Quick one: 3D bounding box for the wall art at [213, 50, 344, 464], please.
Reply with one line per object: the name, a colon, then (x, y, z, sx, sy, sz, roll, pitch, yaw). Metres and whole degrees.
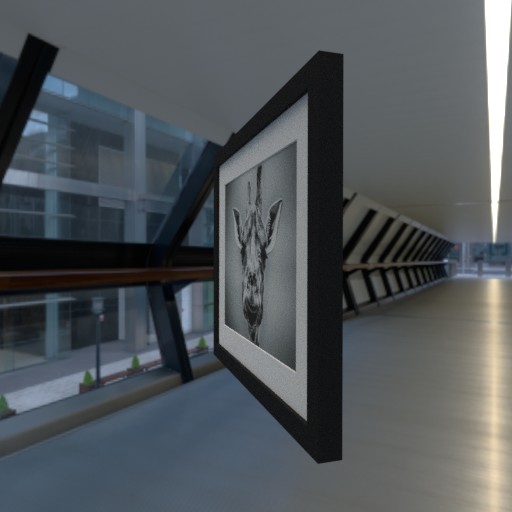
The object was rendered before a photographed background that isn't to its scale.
wall art: (0.000, 0.000, 0.760, 0.031, 0.457, 0.558, 0, 0, -17)
